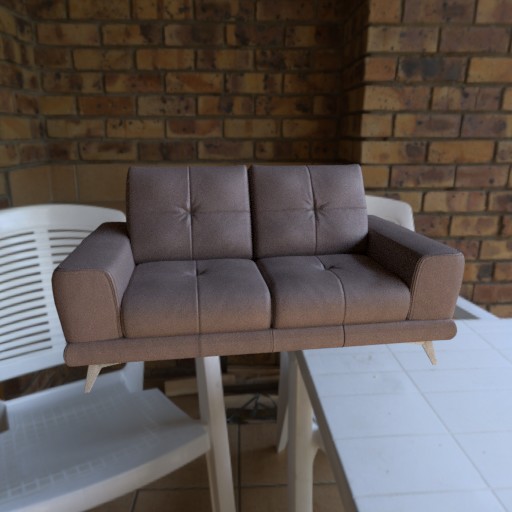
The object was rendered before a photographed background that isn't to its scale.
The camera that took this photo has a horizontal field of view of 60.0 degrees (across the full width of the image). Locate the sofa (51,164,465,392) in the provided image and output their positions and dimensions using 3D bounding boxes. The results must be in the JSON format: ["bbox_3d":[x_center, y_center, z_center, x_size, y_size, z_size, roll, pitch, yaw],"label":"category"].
[{"bbox_3d":[0.000,0.000,2.341,1.806,0.907,1.018,-2,15,-8],"label":"sofa"}]
